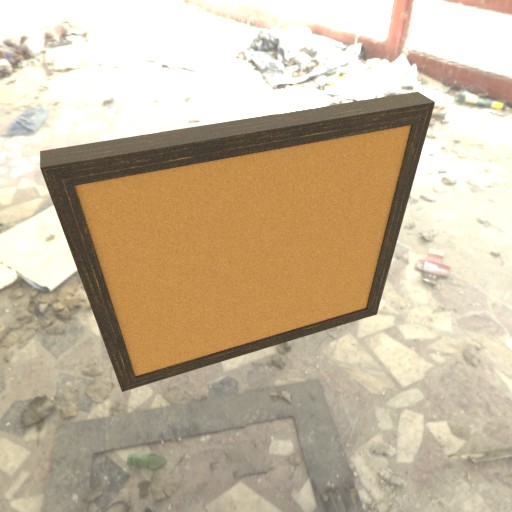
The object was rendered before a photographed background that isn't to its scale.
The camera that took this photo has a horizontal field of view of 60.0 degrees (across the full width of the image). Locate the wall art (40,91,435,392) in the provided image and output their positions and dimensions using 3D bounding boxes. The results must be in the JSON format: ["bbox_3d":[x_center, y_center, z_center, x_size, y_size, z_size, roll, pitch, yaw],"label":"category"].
[{"bbox_3d":[0.000,0.000,0.525,0.381,0.330,0.031,-14,43,-15],"label":"wall art"}]
